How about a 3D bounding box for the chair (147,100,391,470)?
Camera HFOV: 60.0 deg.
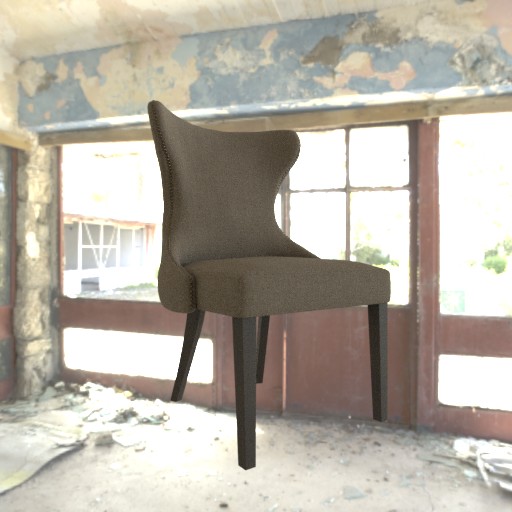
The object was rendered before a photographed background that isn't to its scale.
[{"bbox_3d":[0.000,0.000,1.399,0.628,0.967,0.635,0,1,-36],"label":"chair"}]
